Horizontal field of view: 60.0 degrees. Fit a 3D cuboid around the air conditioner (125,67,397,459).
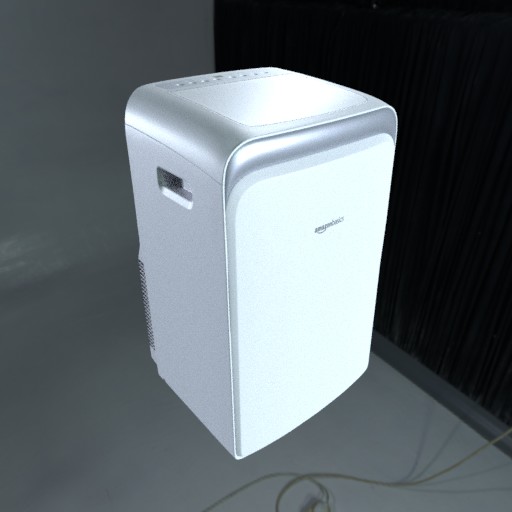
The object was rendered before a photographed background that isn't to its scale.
[{"bbox_3d":[0.000,0.000,1.049,0.478,0.765,0.467,-23,39,-32],"label":"air conditioner"}]
